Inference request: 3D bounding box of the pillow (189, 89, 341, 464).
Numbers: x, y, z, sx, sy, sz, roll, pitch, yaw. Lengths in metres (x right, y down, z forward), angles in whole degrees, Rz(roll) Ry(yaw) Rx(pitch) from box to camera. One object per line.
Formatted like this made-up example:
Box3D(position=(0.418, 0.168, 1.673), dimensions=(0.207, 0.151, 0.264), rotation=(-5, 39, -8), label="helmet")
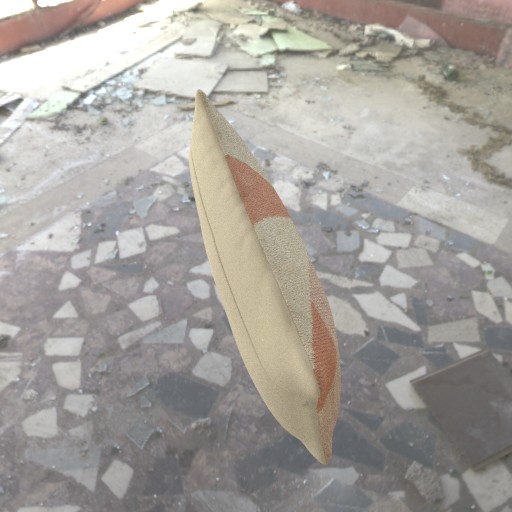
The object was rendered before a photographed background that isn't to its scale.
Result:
Box3D(position=(0.000, 0.000, 0.717), dimensions=(0.155, 0.292, 0.609), rotation=(-12, 47, -11), label="pillow")
